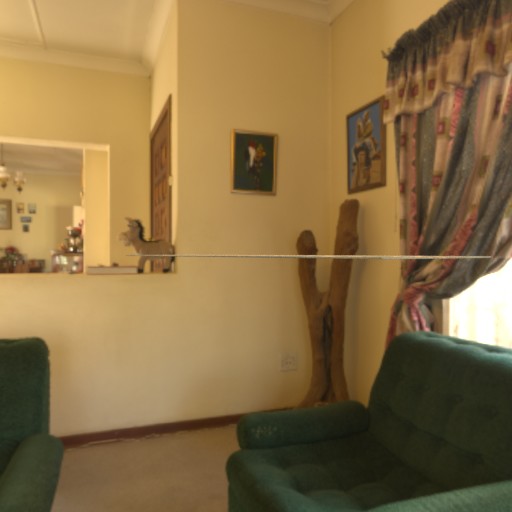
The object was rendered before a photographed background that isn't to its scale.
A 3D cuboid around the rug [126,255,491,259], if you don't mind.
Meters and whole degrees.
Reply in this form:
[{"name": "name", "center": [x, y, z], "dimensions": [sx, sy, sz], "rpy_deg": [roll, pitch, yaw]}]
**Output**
[{"name": "rug", "center": [0.000, 0.000, 2.498], "dimensions": [0.684, 0.009, 2.275], "rpy_deg": [0, 0, -36]}]
